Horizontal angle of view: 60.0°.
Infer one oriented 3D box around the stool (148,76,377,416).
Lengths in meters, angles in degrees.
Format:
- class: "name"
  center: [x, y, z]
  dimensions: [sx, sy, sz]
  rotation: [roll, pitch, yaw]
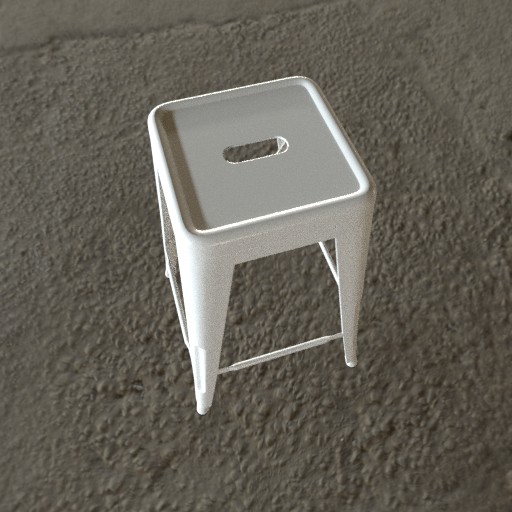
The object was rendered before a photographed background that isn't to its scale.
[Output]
- class: "stool"
  center: [0.000, 0.000, 0.900]
  dimensions: [0.406, 0.610, 0.406]
  rotation: [-15, 60, -9]
